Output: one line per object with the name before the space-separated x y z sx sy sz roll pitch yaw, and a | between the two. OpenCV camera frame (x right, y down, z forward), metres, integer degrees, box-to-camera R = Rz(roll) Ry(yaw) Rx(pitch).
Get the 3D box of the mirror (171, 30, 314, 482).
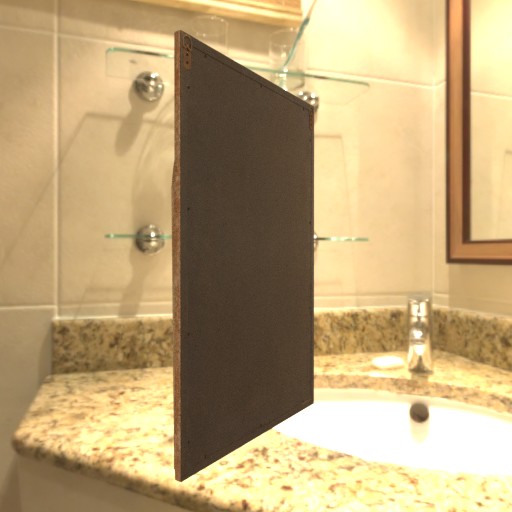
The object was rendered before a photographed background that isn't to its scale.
mirror | 0.000 0.000 0.979 0.058 0.787 0.495 0 1 35
